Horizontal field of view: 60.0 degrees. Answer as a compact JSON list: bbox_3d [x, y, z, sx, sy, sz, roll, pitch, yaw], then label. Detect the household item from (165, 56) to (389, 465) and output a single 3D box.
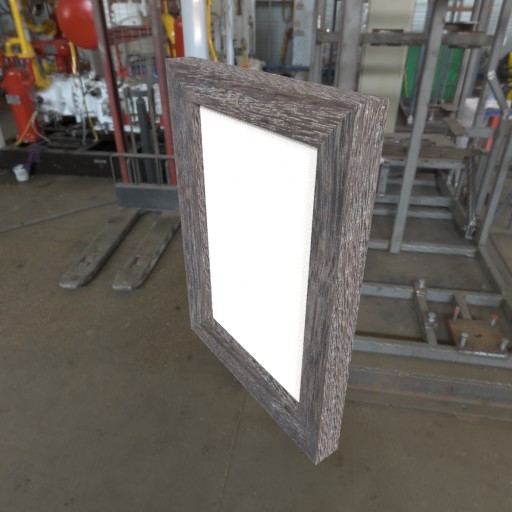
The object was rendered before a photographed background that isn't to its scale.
[{"bbox_3d":[0.000,0.000,0.234,0.020,0.180,0.133,-20,36,-30],"label":"household item"}]
